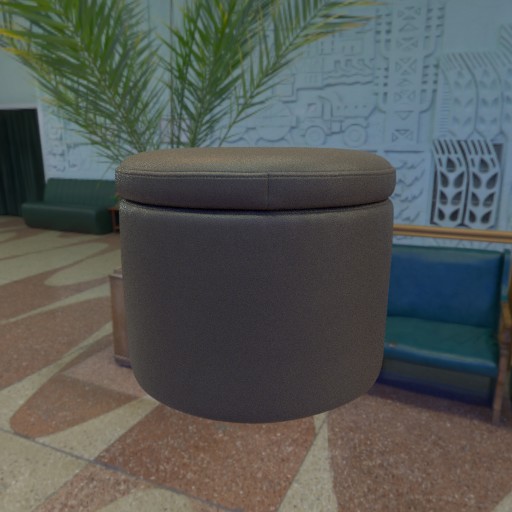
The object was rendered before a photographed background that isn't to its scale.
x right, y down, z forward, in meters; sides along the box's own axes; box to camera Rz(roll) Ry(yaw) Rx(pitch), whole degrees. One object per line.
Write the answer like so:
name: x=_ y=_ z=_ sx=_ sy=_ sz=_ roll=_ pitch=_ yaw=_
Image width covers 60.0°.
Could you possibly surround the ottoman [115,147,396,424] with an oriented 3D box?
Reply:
ottoman: x=0.000 y=0.000 z=0.857 sx=0.500 sy=0.409 sz=0.500 roll=0 pitch=14 yaw=0
